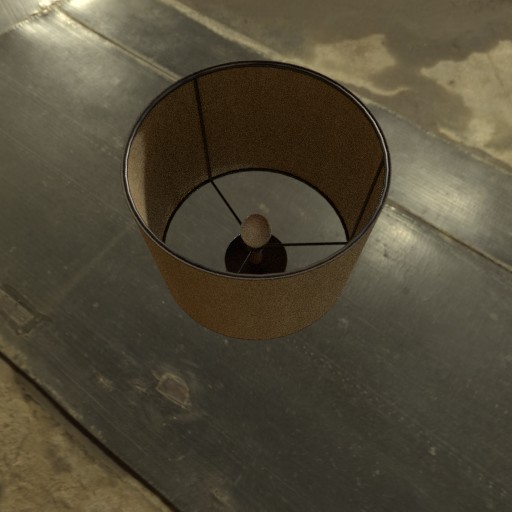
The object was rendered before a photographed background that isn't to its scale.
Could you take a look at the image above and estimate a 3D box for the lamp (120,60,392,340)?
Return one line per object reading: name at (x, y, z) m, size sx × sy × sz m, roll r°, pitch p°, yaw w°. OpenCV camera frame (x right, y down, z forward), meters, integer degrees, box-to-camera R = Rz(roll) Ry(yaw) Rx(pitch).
lamp at (0.000, 0.000, 0.490) m, size 0.202 × 0.350 × 0.202 m, roll 0°, pitch 64°, yaw 0°
